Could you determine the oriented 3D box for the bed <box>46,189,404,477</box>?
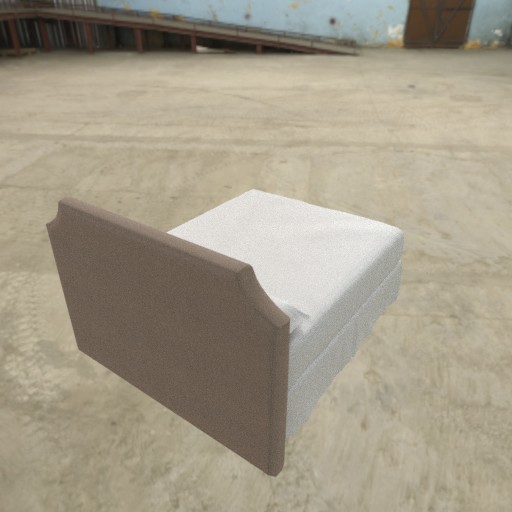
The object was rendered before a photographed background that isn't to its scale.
[{"bbox_3d":[0.000,0.000,3.355,1.828,1.303,2.164,20,36,30],"label":"bed"}]
